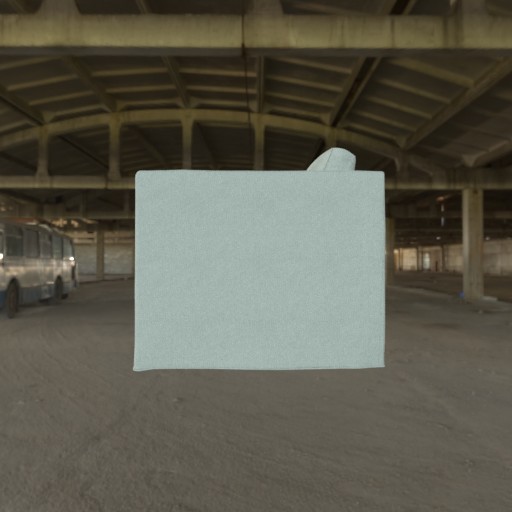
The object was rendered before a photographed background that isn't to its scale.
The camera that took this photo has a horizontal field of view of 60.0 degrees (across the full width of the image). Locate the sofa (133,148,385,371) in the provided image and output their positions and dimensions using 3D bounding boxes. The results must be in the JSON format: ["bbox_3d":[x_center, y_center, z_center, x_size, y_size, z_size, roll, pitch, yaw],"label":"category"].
[{"bbox_3d":[0.000,0.000,2.747,0.962,0.853,2.312,0,-1,0],"label":"sofa"}]
